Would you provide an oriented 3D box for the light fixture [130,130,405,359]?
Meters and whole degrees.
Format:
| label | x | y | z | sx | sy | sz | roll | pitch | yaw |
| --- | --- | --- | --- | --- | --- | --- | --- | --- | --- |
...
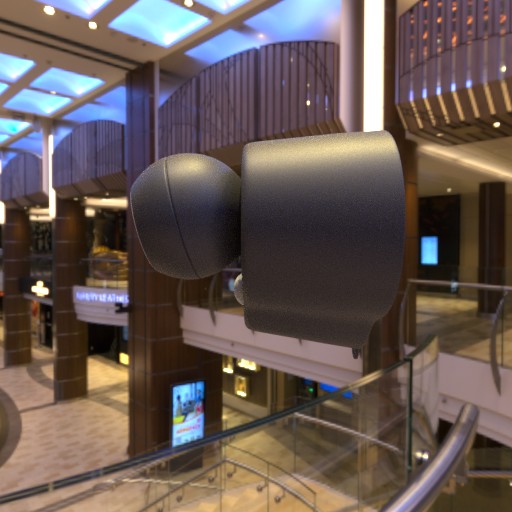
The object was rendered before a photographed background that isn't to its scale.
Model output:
| label | x | y | z | sx | sy | sz | roll | pitch | yaw |
| --- | --- | --- | --- | --- | --- | --- | --- | --- | --- |
| light fixture | 0.000 | 0.000 | 0.341 | 0.159 | 0.159 | 0.229 | 0 | 1 | 0 |
